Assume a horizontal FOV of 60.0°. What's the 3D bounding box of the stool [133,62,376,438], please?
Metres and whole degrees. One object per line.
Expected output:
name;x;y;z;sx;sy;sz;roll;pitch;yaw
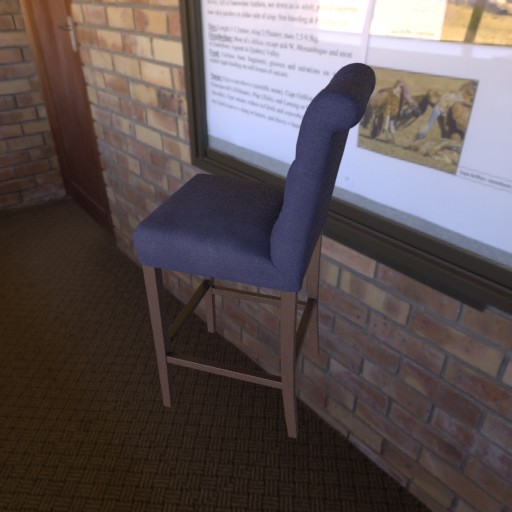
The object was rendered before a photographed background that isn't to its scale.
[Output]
stool;0.000;0.000;1.454;0.601;1.140;0.493;9;33;14
